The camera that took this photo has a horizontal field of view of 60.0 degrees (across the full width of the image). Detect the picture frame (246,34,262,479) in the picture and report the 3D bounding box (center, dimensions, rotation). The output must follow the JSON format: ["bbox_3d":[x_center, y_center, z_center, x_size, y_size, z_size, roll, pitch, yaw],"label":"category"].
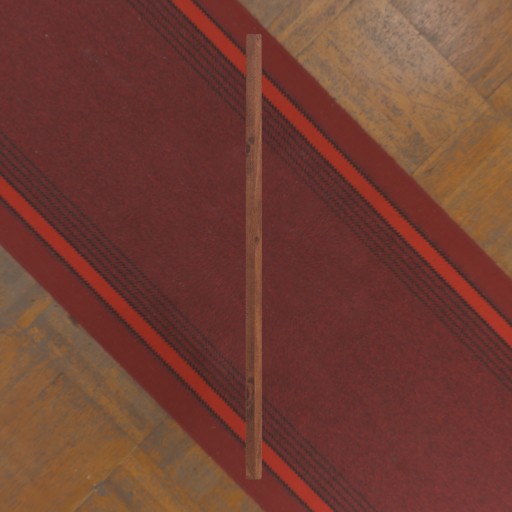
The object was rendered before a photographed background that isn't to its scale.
[{"bbox_3d":[0.000,0.000,1.212,0.029,0.817,0.810,0,90,1],"label":"picture frame"}]
